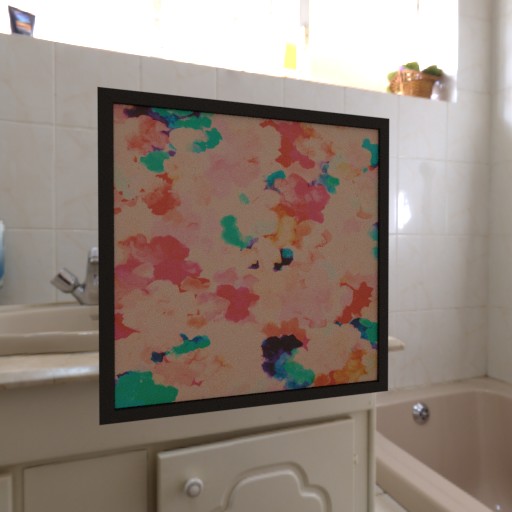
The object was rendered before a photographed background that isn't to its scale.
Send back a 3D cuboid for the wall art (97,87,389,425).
[{"bbox_3d":[0.000,0.000,0.756,0.506,0.503,0.036,0,1,-18],"label":"wall art"}]
